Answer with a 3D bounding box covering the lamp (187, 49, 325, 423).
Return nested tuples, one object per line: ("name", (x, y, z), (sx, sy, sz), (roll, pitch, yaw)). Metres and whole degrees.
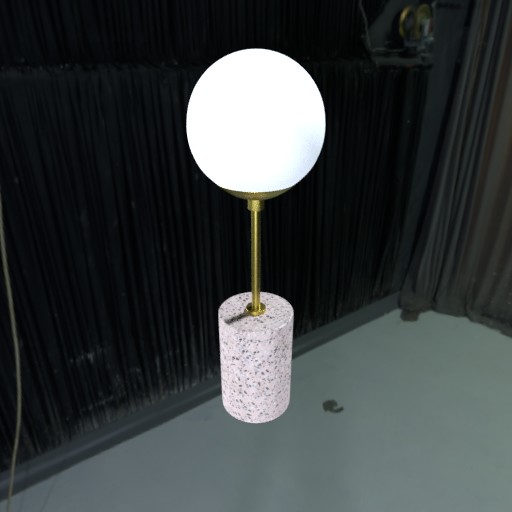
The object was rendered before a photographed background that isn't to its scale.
("lamp", (0.000, 0.000, 0.567), (0.153, 0.480, 0.153), (0, 26, 0))
